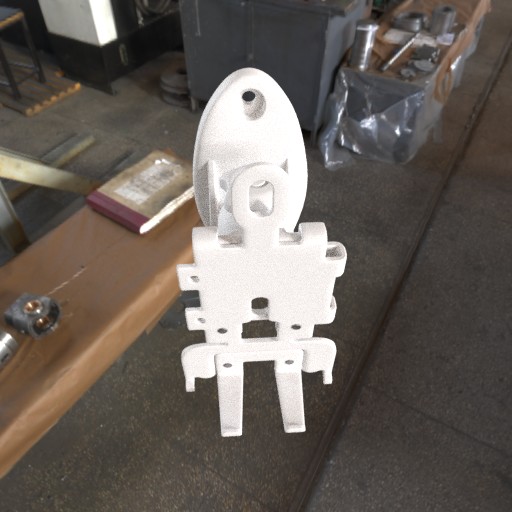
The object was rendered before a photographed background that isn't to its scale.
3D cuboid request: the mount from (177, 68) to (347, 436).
[{"bbox_3d":[0.000,0.000,0.177,0.066,0.118,0.100,-3,46,-2],"label":"mount"}]
